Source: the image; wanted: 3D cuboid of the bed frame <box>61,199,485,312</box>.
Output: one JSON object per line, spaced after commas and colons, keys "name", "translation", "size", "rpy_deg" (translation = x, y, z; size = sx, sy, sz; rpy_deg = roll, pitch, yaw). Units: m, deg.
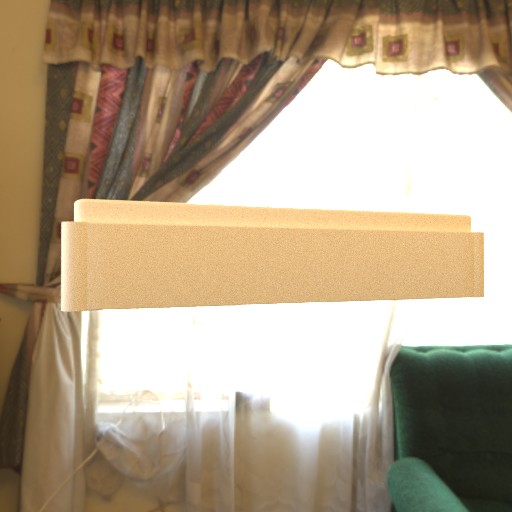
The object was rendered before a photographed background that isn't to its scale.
{"name": "bed frame", "translation": [0.000, 0.000, 2.502], "size": [1.900, 0.406, 1.400], "rpy_deg": [0, -1, -18]}
